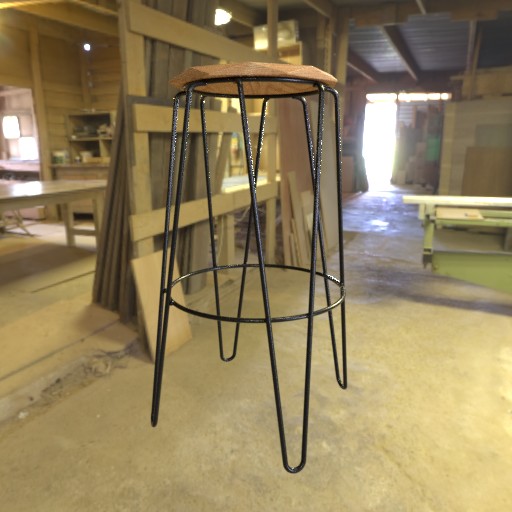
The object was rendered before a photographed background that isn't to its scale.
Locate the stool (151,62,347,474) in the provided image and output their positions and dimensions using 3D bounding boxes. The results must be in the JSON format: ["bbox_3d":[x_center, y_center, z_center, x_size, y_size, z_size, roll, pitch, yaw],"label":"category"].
[{"bbox_3d":[0.000,0.000,0.802,0.326,0.610,0.326,7,15,25],"label":"stool"}]
